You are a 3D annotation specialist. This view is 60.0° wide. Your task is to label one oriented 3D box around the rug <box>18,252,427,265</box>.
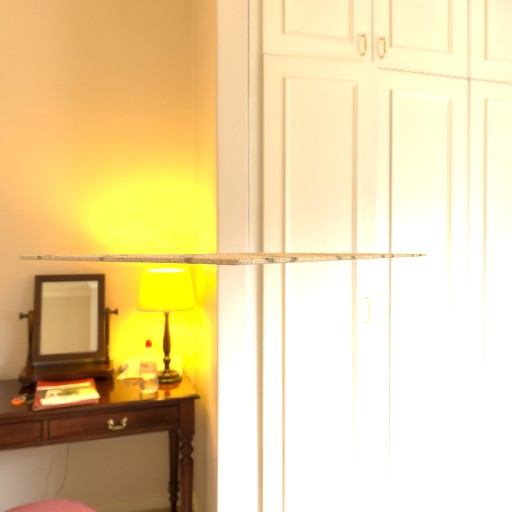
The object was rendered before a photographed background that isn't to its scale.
[{"bbox_3d":[0.000,0.000,3.376,1.801,0.026,2.701,1,1,36],"label":"rug"}]
